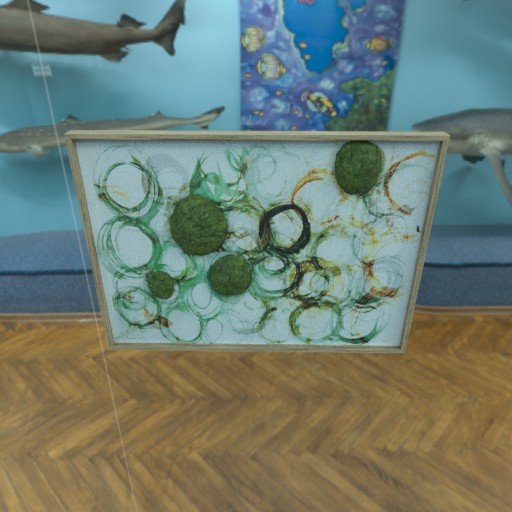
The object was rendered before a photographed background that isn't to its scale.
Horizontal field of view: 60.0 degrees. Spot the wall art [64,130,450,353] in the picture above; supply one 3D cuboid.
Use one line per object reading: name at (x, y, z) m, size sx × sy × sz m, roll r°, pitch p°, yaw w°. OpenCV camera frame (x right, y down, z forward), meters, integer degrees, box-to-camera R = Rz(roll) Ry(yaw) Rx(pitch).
wall art at (0.000, 0.000, 1.118) m, size 0.841 × 0.609 × 0.063 m, roll 0°, pitch 29°, yaw 1°
